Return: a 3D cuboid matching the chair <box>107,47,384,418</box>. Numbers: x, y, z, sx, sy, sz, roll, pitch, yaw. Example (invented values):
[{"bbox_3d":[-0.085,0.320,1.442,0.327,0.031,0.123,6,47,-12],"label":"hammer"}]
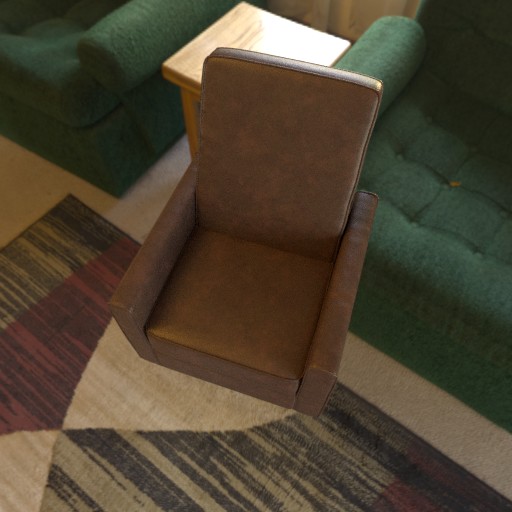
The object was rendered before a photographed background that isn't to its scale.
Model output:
[{"bbox_3d":[0.000,0.000,1.489,0.705,1.013,0.746,16,60,10],"label":"chair"}]
